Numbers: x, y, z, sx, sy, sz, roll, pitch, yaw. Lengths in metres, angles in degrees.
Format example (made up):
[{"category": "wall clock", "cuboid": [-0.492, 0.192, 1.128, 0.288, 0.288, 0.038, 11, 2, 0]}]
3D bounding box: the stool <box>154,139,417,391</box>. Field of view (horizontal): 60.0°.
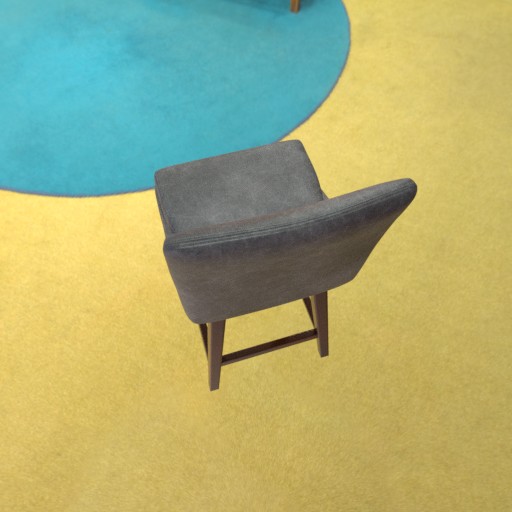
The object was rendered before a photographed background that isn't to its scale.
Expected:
[{"category": "stool", "cuboid": [0.000, 0.000, 1.335, 0.492, 1.046, 0.587, -15, 59, -9]}]
